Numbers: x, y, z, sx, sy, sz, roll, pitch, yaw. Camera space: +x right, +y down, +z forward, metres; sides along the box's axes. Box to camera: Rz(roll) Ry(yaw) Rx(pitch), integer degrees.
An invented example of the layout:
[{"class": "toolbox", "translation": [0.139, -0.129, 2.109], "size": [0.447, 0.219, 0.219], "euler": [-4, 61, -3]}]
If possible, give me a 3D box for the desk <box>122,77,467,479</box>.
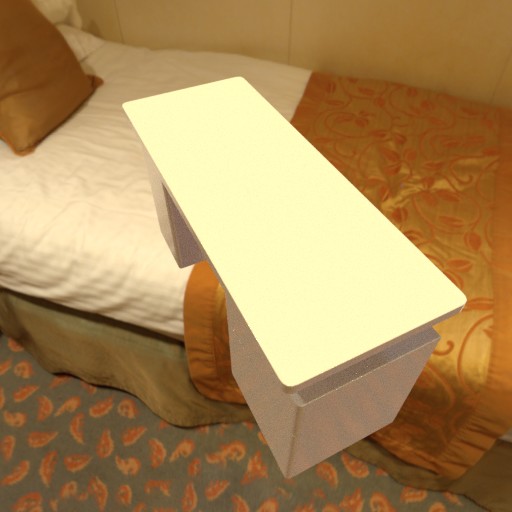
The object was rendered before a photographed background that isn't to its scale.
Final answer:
[{"class": "desk", "translation": [0.000, 0.000, 1.769], "size": [0.550, 0.762, 1.400], "euler": [-20, 51, -17]}]
